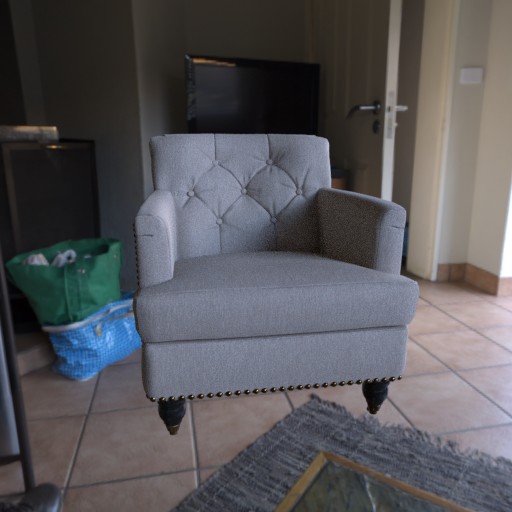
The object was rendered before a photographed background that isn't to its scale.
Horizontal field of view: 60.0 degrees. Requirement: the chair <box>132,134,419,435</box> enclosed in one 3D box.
[{"bbox_3d":[0.000,0.000,1.504,0.737,0.823,0.902,-2,14,-9],"label":"chair"}]
